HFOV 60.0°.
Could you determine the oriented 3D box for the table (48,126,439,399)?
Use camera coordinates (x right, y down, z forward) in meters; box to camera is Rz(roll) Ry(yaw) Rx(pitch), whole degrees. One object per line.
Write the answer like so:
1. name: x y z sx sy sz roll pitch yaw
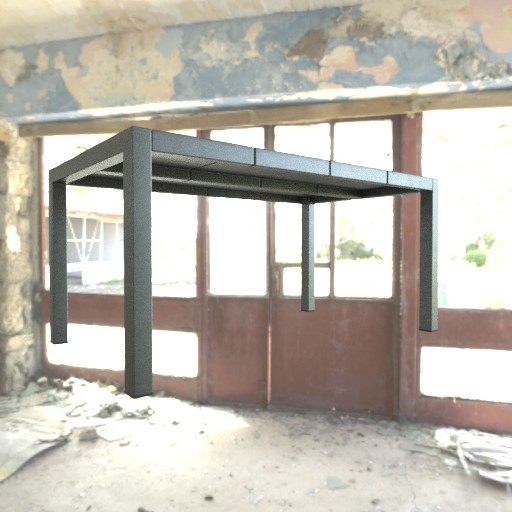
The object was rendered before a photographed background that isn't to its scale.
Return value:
1. table: 0.000 0.000 1.259 0.965 0.460 0.559 -1 2 -38
